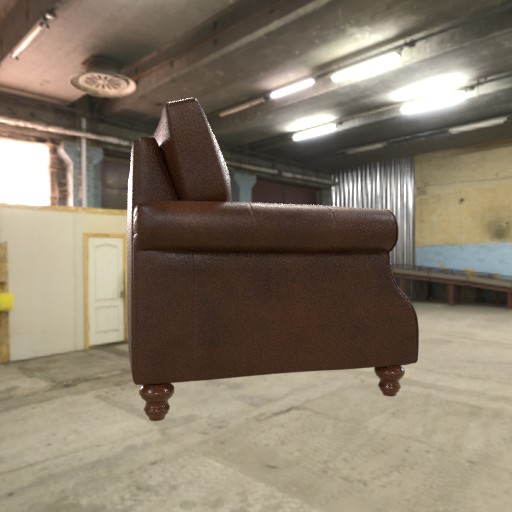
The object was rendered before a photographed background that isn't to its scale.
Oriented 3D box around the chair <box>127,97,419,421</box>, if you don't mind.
[{"bbox_3d":[0.000,0.000,1.786,0.992,0.972,0.989,0,0,-17],"label":"chair"}]
